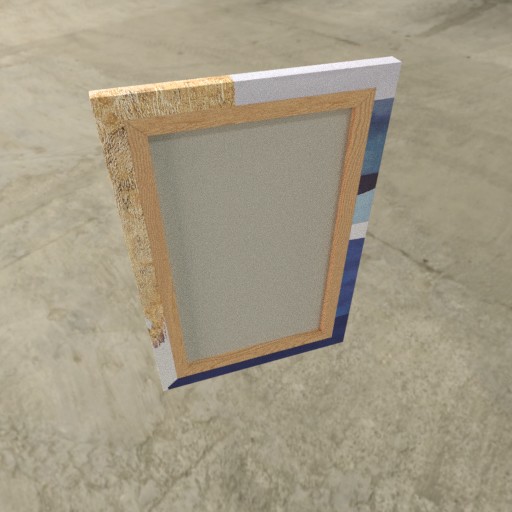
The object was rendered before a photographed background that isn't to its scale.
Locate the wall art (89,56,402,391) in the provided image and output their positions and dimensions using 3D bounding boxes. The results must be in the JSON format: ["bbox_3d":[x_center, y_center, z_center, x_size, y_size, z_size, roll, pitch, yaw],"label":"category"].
[{"bbox_3d":[0.000,0.000,1.139,0.607,0.911,0.039,-12,43,-13],"label":"wall art"}]
